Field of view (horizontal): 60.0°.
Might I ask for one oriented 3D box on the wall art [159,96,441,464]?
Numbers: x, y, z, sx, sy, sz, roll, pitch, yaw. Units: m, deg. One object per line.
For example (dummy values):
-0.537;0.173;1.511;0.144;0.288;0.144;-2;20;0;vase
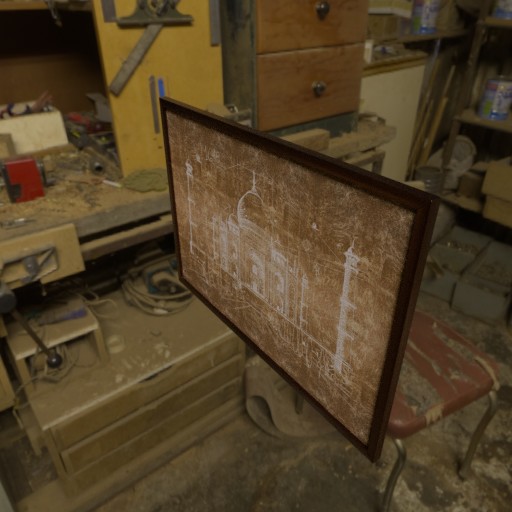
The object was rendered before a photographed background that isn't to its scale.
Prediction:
0.000;0.000;0.543;0.012;0.304;0.431;-21;37;-31;wall art
